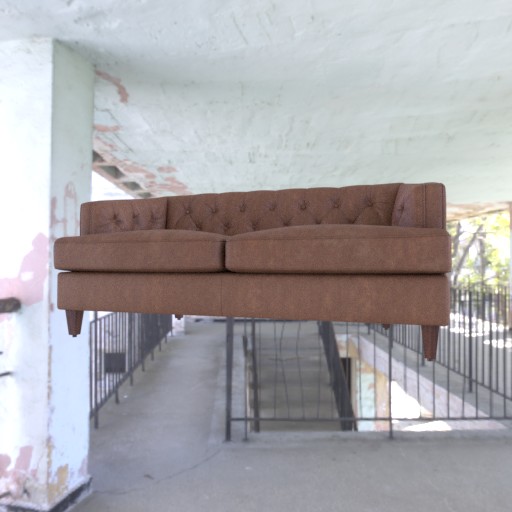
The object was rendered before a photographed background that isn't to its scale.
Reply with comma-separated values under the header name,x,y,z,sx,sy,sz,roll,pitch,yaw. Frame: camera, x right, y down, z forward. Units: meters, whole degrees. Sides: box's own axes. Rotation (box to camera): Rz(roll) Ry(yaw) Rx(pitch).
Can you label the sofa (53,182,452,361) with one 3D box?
name,x,y,z,sx,sy,sz,roll,pitch,yaw
sofa,0.000,0.000,2.245,1.755,0.786,0.914,0,-1,19
